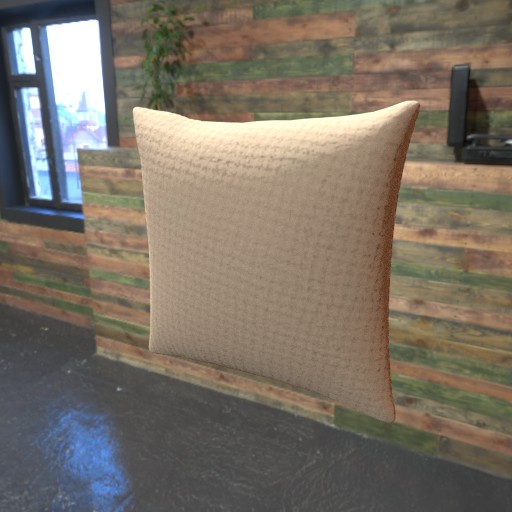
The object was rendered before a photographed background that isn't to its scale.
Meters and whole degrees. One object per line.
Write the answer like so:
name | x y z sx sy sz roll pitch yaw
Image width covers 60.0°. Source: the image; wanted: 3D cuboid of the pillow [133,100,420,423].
pillow | 0.000 0.000 0.627 0.419 0.407 0.173 9 18 27
